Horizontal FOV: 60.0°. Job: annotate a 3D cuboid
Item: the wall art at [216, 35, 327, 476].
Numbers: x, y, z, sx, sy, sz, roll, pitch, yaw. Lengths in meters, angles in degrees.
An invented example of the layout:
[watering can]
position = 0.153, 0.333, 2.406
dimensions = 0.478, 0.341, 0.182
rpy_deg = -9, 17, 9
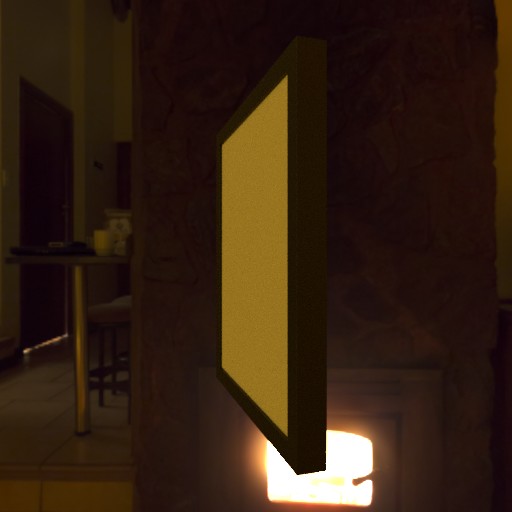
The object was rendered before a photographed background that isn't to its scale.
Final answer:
[wall art]
position = 0.000, 0.000, 0.545
dimensions = 0.029, 0.381, 0.330
rpy_deg = 0, 0, -17
